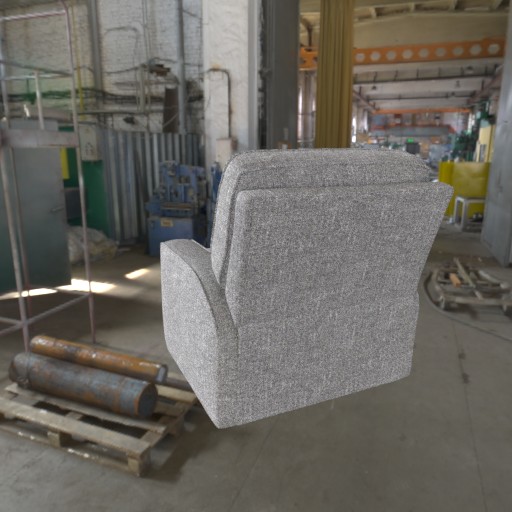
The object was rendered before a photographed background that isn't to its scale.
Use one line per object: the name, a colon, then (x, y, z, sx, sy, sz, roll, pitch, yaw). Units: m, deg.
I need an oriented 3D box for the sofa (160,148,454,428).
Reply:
sofa: (0.000, 0.000, 2.024, 0.861, 0.959, 1.472, -6, 15, -25)
